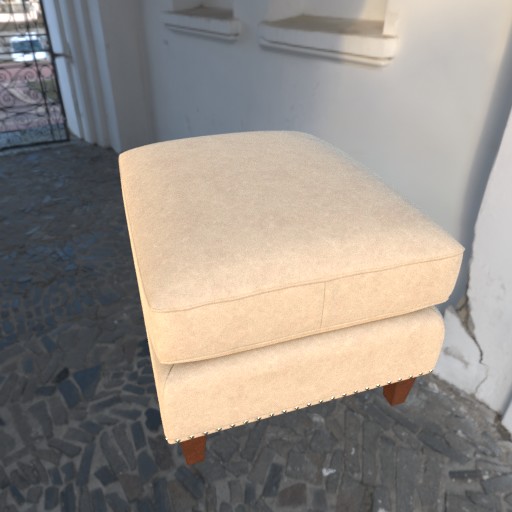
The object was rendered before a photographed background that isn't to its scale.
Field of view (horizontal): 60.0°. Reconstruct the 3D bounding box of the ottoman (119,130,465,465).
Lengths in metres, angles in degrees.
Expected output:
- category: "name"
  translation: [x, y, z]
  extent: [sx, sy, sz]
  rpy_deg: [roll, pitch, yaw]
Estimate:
- category: "ottoman"
  translation: [0.000, 0.000, 1.106]
  extent: [0.584, 0.513, 0.741]
  rpy_deg: [-10, 33, -15]
